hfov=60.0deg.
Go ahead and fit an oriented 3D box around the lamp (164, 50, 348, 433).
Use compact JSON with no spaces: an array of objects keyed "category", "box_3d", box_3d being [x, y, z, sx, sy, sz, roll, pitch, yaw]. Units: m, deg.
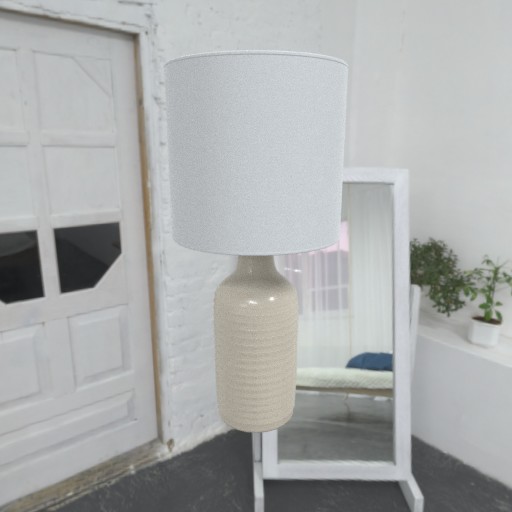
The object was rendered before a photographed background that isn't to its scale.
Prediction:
[{"category":"lamp","box_3d":[0.000,0.000,0.601,0.220,0.475,0.220,8,16,27]}]
